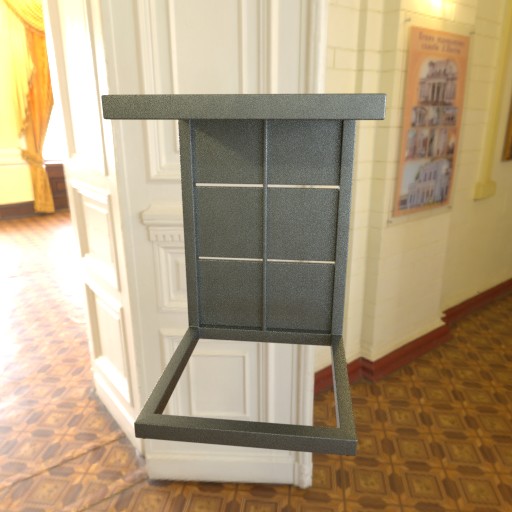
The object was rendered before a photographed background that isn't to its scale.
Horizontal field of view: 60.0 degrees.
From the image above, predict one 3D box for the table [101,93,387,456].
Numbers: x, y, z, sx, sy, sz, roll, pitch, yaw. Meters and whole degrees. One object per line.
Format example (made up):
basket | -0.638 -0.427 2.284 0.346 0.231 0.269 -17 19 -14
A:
table | 0.000 0.000 0.911 0.405 0.609 0.420 2 18 6
